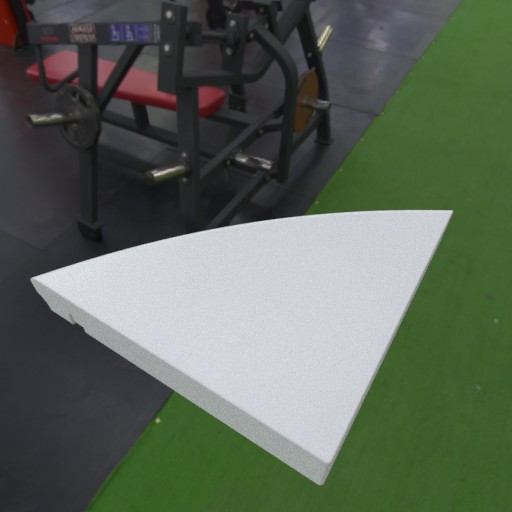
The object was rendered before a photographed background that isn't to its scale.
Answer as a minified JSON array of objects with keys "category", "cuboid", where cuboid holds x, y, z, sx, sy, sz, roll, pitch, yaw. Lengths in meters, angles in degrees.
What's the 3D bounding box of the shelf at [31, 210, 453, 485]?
[{"category":"shelf","cuboid":[0.000,0.000,0.459,0.310,0.050,0.310,25,52,21]}]
